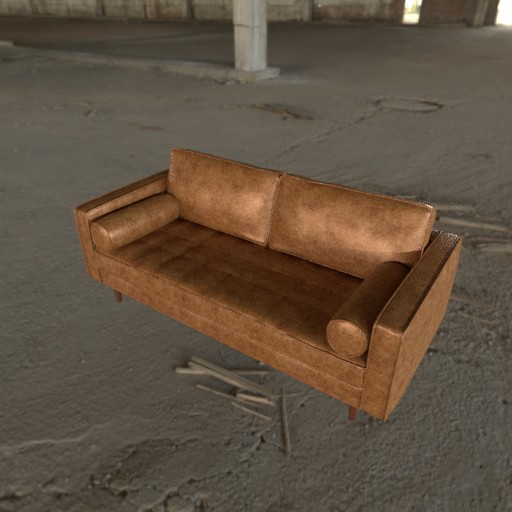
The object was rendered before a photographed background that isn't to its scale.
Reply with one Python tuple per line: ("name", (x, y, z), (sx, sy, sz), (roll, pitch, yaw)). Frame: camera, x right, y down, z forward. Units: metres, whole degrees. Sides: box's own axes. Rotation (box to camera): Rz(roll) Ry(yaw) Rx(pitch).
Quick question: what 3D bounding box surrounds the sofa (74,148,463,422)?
("sofa", (0.000, 0.000, 2.440), (1.920, 0.825, 0.924), (19, 36, 29))
